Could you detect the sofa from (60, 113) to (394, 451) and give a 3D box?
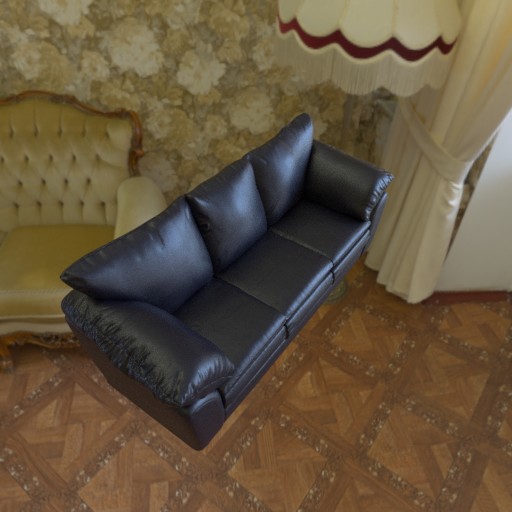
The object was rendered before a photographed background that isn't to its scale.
[{"bbox_3d":[0.000,0.000,2.871,0.880,1.073,2.336,26,48,26],"label":"sofa"}]
